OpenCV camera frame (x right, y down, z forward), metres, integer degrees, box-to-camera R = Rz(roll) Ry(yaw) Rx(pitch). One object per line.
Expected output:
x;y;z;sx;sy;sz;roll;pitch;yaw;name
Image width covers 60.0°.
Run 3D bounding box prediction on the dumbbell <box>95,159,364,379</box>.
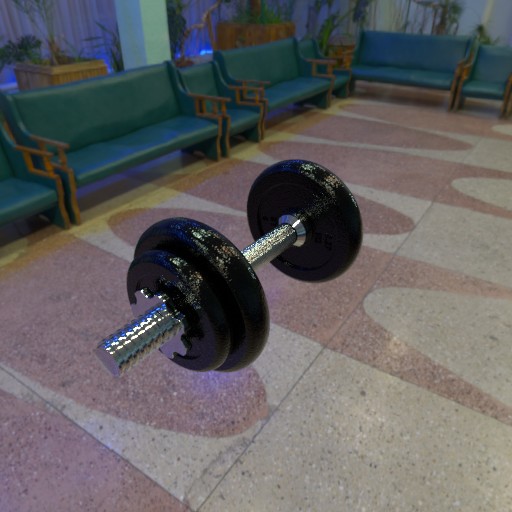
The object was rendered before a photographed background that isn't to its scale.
0.000;0.000;0.609;0.202;0.202;0.497;22;38;31;dumbbell
